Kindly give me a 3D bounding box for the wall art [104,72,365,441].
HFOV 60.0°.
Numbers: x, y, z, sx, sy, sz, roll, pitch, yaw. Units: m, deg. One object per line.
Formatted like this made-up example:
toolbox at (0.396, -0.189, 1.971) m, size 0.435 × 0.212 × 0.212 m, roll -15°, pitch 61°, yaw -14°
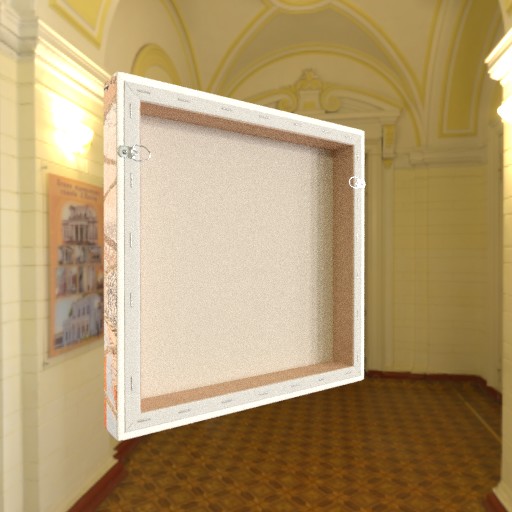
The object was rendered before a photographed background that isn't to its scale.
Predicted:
wall art at (0.000, 0.000, 0.463) m, size 0.303 × 0.304 × 0.036 m, roll 0°, pitch 1°, yaw -36°
